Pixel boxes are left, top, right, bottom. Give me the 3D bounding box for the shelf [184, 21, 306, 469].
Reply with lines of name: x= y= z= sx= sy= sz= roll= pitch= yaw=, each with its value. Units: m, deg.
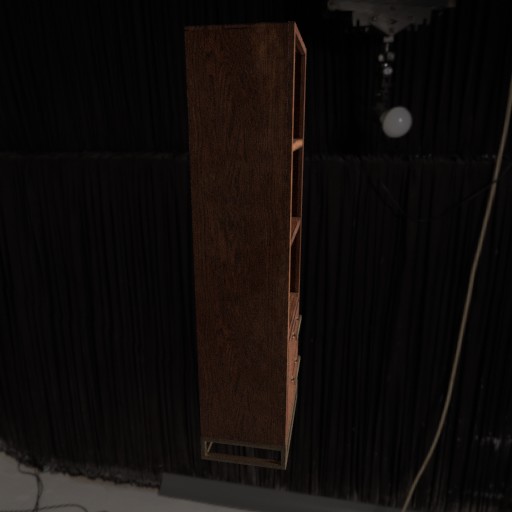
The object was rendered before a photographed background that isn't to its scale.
shelf: x=0.000 y=0.000 z=1.939 sx=0.395 sy=1.732 sz=0.539 roll=3 pitch=16 yaw=10
